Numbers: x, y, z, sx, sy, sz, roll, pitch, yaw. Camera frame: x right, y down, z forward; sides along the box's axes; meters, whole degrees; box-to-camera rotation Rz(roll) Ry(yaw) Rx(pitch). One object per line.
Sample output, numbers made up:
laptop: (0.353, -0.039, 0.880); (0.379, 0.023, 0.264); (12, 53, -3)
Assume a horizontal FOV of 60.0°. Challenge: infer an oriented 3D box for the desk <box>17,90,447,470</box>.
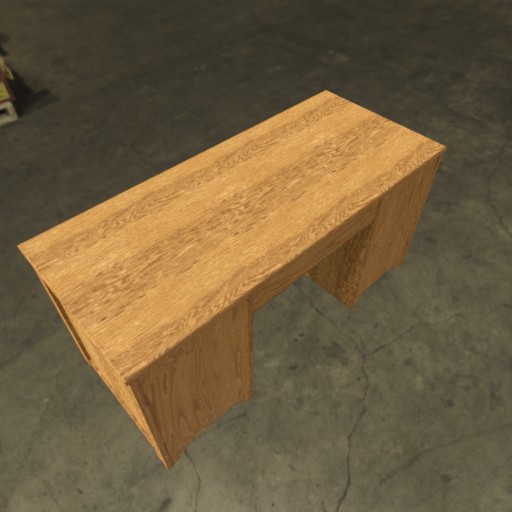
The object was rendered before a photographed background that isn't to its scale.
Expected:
desk: (0.000, 0.000, 1.954); (1.567, 0.751, 0.685); (-35, 56, -27)
